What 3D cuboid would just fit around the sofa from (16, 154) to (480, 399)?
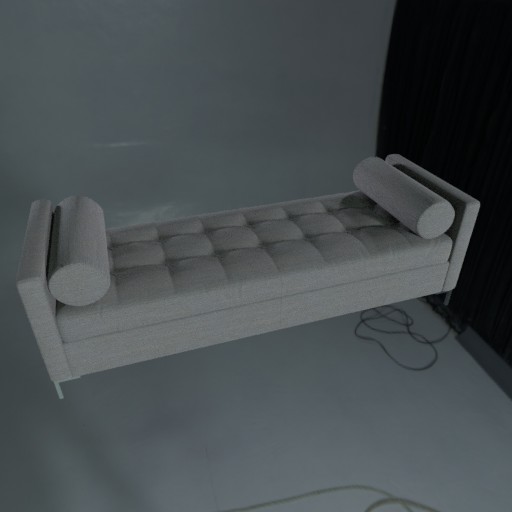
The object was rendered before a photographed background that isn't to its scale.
[{"bbox_3d":[0.000,0.000,2.219,1.981,0.635,0.686,-10,34,-15],"label":"sofa"}]
